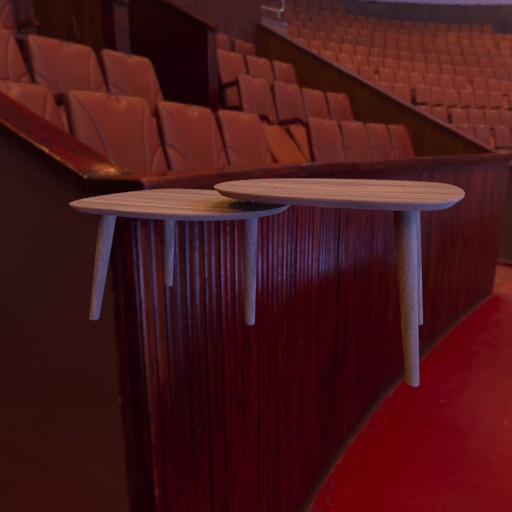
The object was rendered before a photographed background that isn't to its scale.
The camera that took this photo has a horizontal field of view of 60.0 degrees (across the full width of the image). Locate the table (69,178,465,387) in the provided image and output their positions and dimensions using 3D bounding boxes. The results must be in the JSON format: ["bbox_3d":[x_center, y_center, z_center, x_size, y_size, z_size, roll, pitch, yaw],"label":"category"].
[{"bbox_3d":[0.000,0.000,1.319,1.084,0.429,0.527,6,16,24],"label":"table"}]
